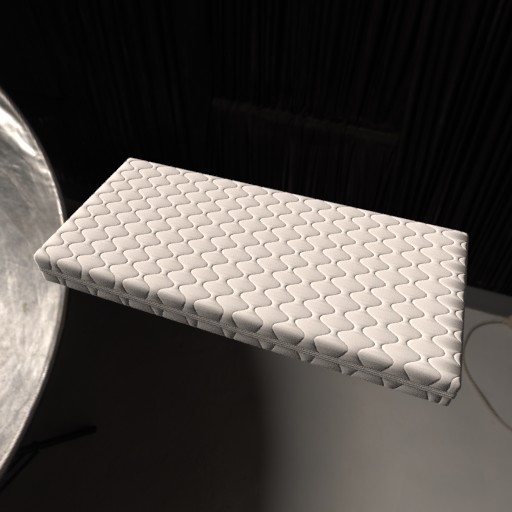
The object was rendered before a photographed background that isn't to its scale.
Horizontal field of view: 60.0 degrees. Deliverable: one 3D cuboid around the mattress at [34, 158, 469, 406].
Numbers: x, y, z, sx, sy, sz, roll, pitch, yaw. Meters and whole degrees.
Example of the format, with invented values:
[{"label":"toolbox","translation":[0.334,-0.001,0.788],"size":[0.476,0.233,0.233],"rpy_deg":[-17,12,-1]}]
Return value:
[{"label":"mattress","translation":[0.000,0.000,2.263],"size":[2.000,0.200,0.900],"rpy_deg":[15,48,14]}]
